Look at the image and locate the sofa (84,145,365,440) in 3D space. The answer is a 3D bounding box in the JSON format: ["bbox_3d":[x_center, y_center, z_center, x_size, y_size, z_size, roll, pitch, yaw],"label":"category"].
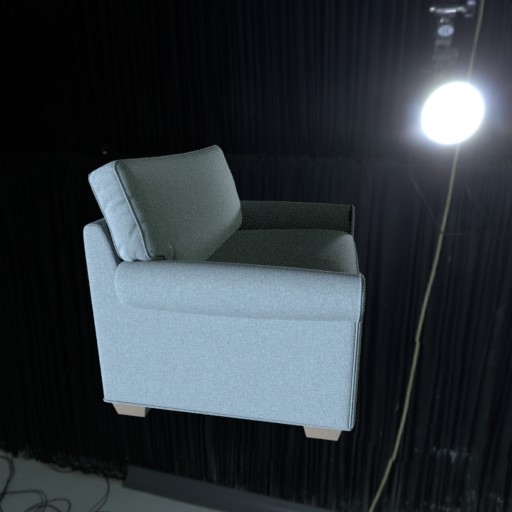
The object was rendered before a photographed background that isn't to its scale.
[{"bbox_3d":[0.000,0.000,2.063,0.940,0.953,1.410,3,17,10],"label":"sofa"}]
